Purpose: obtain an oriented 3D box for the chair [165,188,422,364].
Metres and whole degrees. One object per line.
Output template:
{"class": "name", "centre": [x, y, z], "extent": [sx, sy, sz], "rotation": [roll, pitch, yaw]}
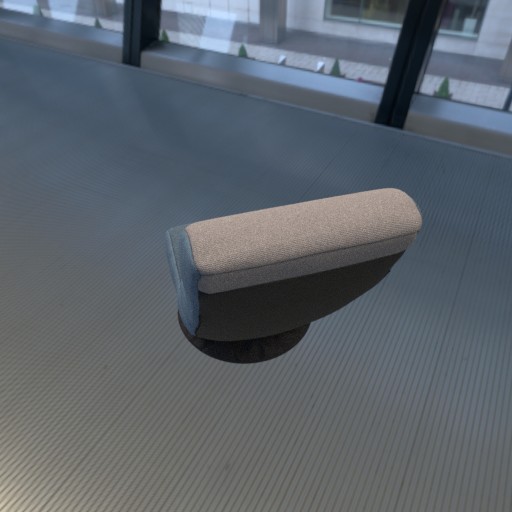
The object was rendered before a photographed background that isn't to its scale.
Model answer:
{"class": "chair", "centre": [0.000, 0.000, 1.100], "extent": [0.420, 0.641, 0.661], "rotation": [-11, 43, -13]}
